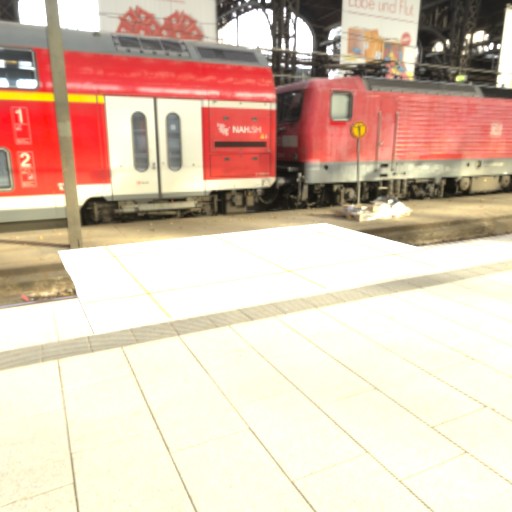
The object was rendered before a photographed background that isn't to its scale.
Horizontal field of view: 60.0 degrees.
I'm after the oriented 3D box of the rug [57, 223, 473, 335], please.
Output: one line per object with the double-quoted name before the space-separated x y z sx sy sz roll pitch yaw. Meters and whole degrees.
"rug" 0.000 0.000 2.337 1.825 0.015 1.232 -8 16 -27
